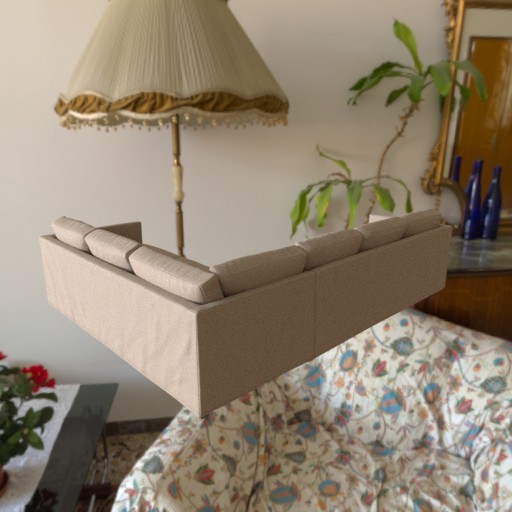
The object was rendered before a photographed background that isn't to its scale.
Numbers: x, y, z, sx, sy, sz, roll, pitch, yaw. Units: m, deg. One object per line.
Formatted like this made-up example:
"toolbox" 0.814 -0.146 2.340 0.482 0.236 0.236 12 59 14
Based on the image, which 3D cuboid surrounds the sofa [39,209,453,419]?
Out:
"sofa" 0.000 0.000 4.316 3.182 0.871 2.432 -15 22 -41
